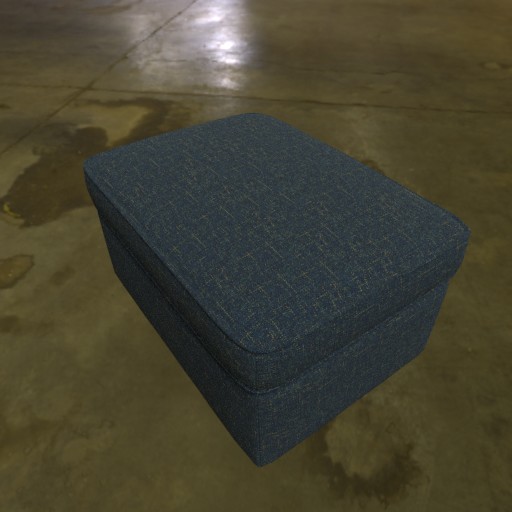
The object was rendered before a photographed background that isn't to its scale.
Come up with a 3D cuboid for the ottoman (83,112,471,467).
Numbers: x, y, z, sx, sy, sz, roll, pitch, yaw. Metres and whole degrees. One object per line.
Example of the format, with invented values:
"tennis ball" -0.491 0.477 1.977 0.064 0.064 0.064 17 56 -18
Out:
"ottoman" 0.000 0.000 1.073 0.549 0.450 0.749 -25 46 -27
